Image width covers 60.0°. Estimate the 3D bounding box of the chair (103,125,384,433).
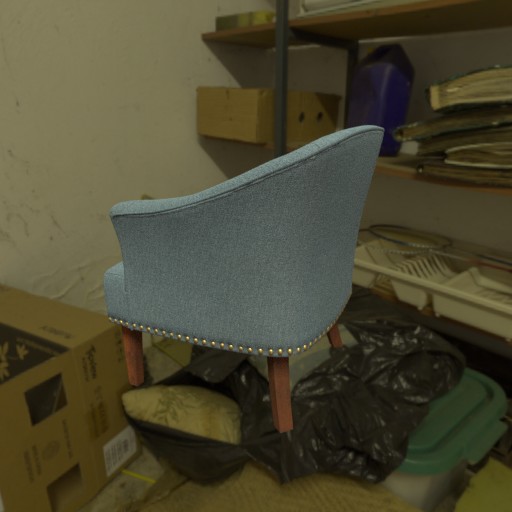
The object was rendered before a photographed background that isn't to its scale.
[{"bbox_3d":[0.000,0.000,1.441,0.704,0.815,0.772,8,18,25],"label":"chair"}]
